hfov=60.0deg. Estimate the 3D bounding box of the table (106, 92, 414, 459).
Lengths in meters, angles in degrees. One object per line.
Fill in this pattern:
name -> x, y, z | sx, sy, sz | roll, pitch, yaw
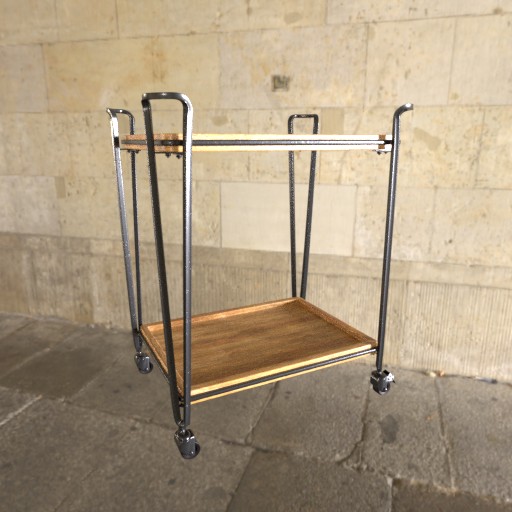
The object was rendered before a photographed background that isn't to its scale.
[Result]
table -> 0.000, 0.000, 1.227 | 0.672, 0.785, 0.505 | -7, 16, -26
